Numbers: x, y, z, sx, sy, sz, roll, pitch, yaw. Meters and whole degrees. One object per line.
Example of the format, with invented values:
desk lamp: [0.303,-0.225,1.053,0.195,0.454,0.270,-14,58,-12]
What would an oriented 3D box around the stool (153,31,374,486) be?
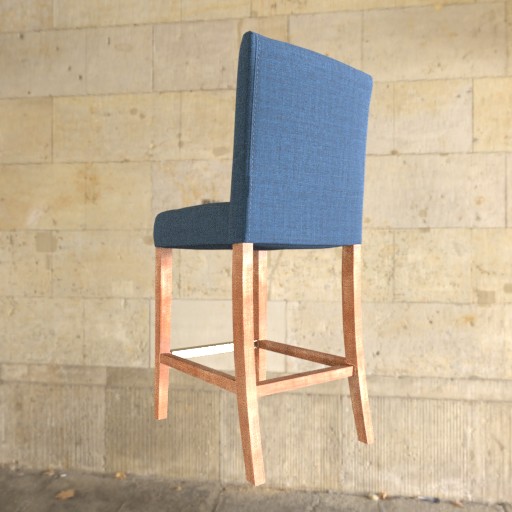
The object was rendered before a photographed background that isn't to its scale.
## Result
stool: [0.000,0.000,1.337,0.454,1.039,0.567,0,0,-36]
